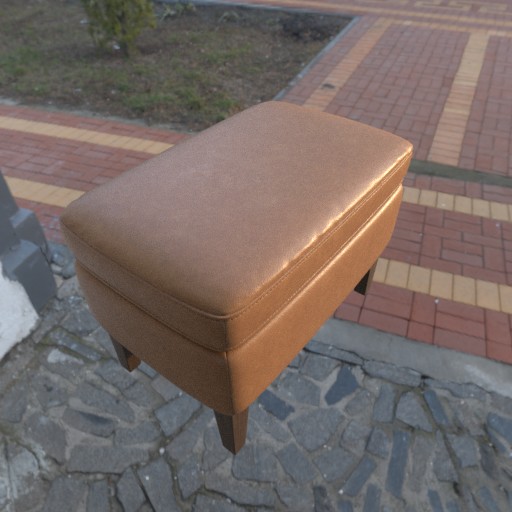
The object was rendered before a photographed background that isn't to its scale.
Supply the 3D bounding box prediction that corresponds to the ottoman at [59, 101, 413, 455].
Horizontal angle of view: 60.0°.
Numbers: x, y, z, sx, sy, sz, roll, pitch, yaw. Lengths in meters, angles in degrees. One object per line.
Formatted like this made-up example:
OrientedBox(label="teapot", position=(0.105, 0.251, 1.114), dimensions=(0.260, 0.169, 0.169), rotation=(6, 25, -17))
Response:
OrientedBox(label="ottoman", position=(0.000, 0.000, 0.998), dimensions=(0.420, 0.480, 0.670), rotation=(27, 48, 27))
